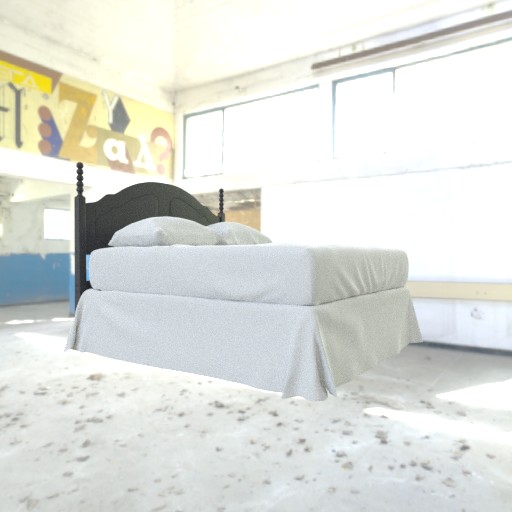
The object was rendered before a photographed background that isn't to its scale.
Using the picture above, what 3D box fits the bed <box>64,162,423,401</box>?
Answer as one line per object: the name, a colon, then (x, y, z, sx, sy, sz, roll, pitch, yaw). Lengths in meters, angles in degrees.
bed: (0.000, 0.000, 3.292, 2.040, 1.356, 1.873, 0, 0, 35)
